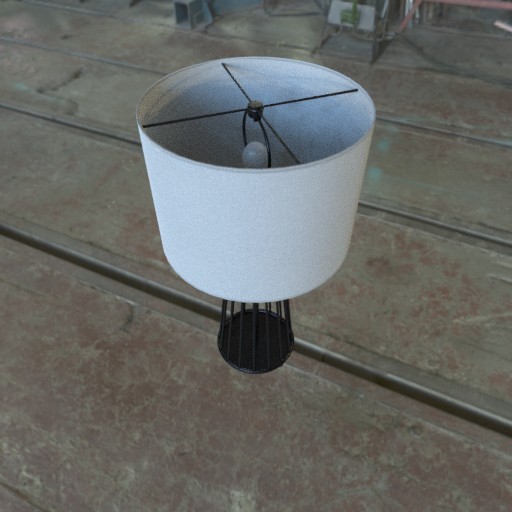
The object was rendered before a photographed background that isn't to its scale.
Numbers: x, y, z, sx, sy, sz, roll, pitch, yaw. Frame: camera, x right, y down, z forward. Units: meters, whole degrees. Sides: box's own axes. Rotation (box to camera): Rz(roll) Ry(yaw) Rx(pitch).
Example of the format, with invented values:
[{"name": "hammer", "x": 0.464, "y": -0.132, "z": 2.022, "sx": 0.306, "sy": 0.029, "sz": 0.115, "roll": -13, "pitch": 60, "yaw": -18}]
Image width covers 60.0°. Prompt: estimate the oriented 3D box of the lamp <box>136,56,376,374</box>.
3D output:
[{"name": "lamp", "x": 0.000, "y": 0.000, "z": 0.814, "sx": 0.322, "sy": 0.593, "sz": 0.322, "roll": -14, "pitch": 47, "yaw": -14}]
